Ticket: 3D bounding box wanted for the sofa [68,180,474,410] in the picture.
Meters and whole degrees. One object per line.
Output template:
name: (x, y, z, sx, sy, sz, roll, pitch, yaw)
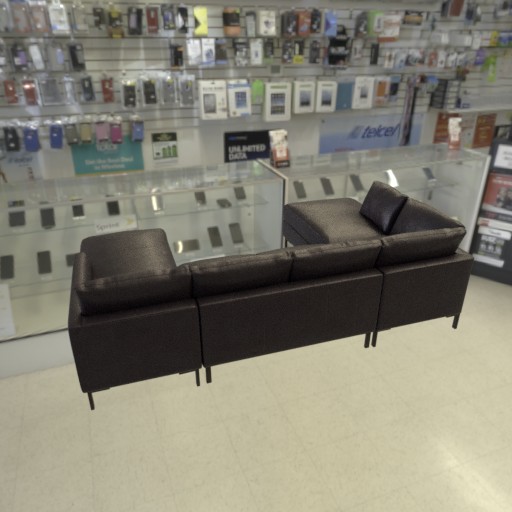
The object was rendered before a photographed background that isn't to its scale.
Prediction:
sofa: (0.000, 0.000, 3.875, 2.956, 0.900, 1.939, -8, 27, -16)
